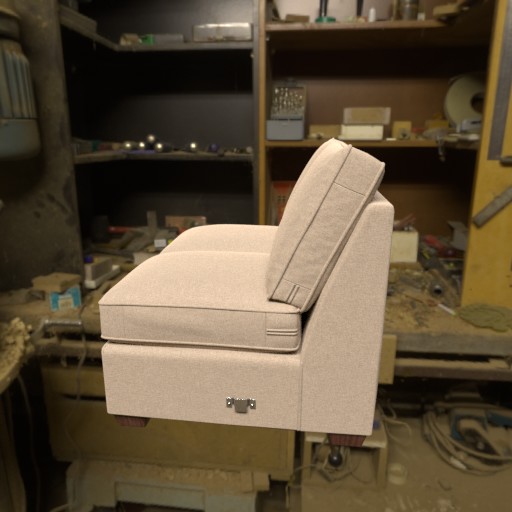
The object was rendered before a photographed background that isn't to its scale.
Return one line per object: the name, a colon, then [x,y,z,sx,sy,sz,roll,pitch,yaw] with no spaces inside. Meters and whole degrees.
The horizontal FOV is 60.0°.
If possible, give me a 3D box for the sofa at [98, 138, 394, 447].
sofa: [0.000,0.000,1.987,0.951,1.008,1.237,2,16,7]
